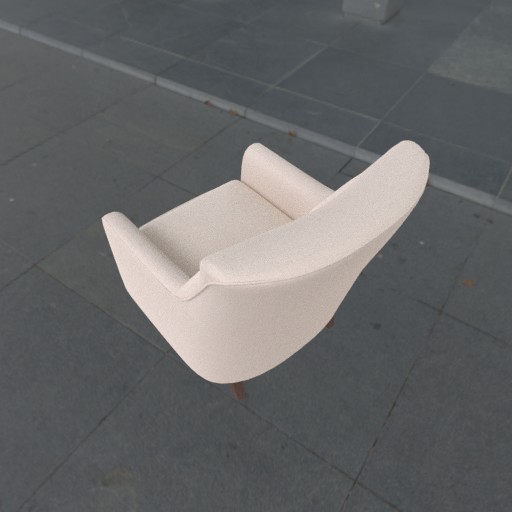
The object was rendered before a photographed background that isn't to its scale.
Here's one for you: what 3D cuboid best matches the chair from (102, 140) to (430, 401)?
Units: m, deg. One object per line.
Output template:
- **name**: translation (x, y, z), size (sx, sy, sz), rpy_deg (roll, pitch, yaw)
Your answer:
- **chair**: translation (0.000, 0.000, 1.586), size (0.756, 0.916, 0.879), rpy_deg (-32, 55, -26)
